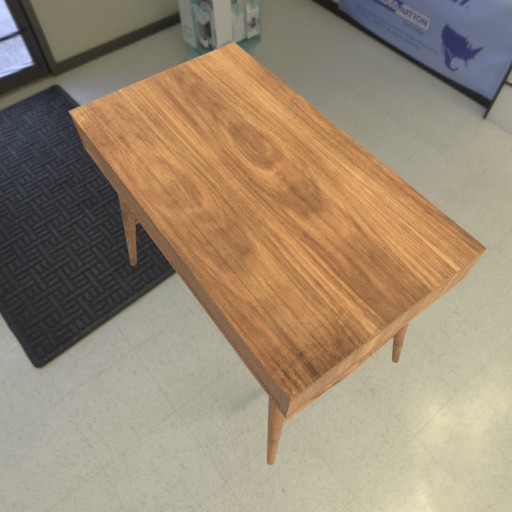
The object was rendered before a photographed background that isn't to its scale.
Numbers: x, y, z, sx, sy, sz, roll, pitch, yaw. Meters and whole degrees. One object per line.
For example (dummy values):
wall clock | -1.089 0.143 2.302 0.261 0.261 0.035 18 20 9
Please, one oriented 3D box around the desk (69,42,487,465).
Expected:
desk | 0.000 0.000 1.390 0.588 0.758 0.949 -32 63 -19
